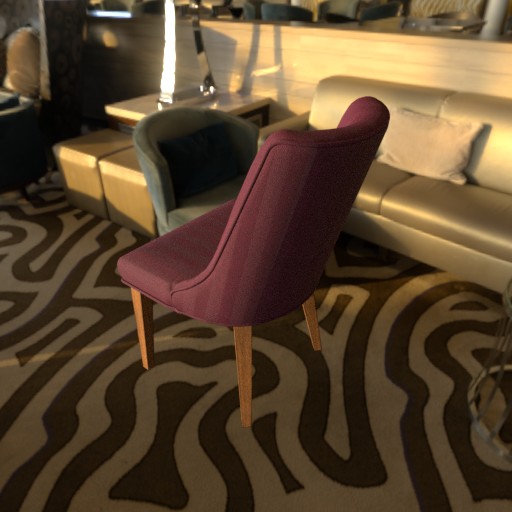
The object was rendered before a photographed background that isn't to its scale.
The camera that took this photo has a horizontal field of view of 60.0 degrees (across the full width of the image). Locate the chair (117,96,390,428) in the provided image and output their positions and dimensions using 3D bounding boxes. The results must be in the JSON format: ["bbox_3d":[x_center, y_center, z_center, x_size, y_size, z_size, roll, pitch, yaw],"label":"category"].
[{"bbox_3d":[0.000,0.000,1.328,0.638,0.916,0.548,23,39,31],"label":"chair"}]
